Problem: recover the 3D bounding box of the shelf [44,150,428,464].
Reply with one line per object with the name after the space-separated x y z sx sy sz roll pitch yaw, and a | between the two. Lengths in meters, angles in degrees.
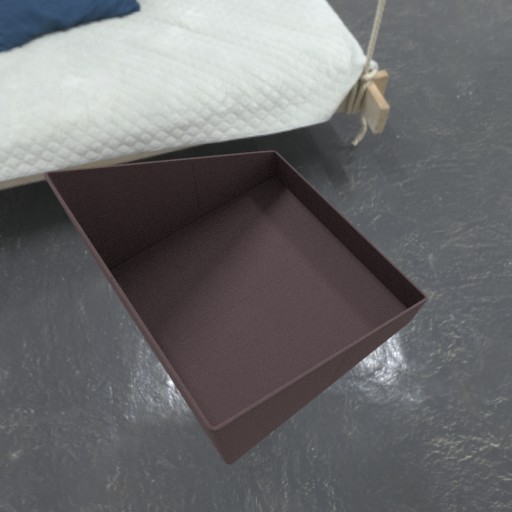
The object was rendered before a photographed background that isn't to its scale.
0.000 0.000 0.495 0.292 0.210 0.292 -32 64 -18 | shelf
